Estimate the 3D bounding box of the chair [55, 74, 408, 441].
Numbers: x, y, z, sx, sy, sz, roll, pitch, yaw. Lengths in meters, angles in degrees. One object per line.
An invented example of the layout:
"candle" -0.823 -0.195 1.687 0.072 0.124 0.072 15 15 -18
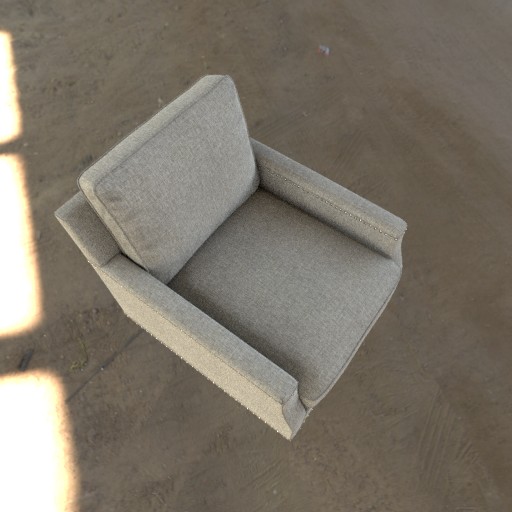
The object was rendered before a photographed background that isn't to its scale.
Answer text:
"chair" 0.000 0.000 1.727 1.014 0.943 0.853 32 64 18
